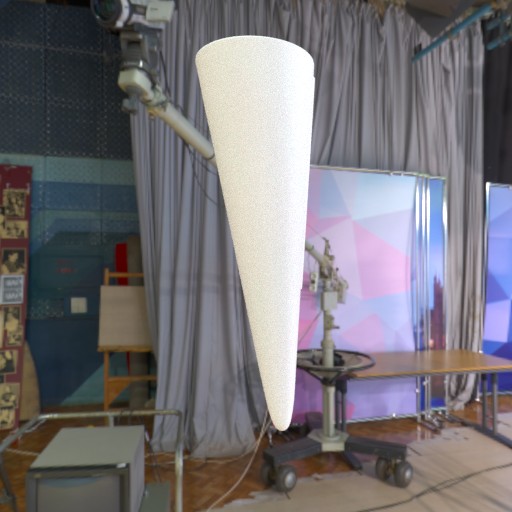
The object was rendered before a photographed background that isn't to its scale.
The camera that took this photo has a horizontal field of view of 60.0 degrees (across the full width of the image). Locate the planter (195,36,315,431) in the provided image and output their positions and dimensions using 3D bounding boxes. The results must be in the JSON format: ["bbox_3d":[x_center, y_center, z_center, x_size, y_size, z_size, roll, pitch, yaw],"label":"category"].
[{"bbox_3d":[0.000,0.000,0.225,0.057,0.193,0.064,0,1,36],"label":"planter"}]
